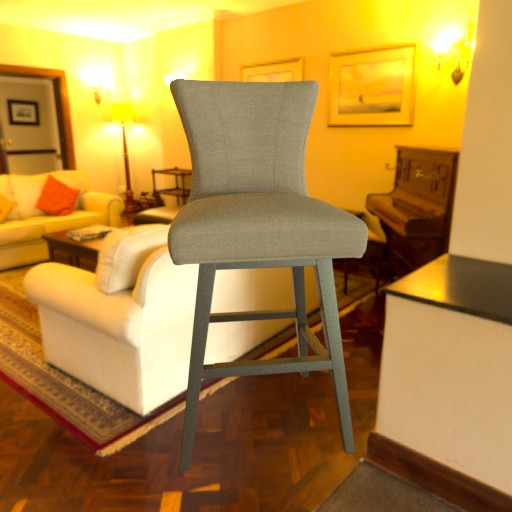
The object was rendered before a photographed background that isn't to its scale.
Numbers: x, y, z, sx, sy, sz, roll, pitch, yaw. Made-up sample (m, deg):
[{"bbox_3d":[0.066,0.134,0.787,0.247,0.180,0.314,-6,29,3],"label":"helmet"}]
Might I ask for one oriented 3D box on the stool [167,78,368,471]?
[{"bbox_3d":[0.000,0.000,1.398,0.514,1.086,0.574,-2,16,-8],"label":"stool"}]
